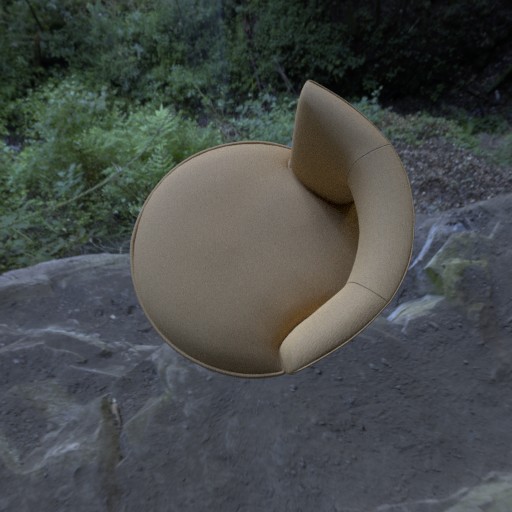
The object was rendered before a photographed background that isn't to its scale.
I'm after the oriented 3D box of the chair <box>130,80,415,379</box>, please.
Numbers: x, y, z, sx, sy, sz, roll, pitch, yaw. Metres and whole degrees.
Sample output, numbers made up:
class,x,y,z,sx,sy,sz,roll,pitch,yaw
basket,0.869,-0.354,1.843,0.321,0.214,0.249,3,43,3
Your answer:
class,x,y,z,sx,sy,sz,roll,pitch,yaw
chair,0.000,0.000,1.215,0.665,0.723,0.650,4,75,1
